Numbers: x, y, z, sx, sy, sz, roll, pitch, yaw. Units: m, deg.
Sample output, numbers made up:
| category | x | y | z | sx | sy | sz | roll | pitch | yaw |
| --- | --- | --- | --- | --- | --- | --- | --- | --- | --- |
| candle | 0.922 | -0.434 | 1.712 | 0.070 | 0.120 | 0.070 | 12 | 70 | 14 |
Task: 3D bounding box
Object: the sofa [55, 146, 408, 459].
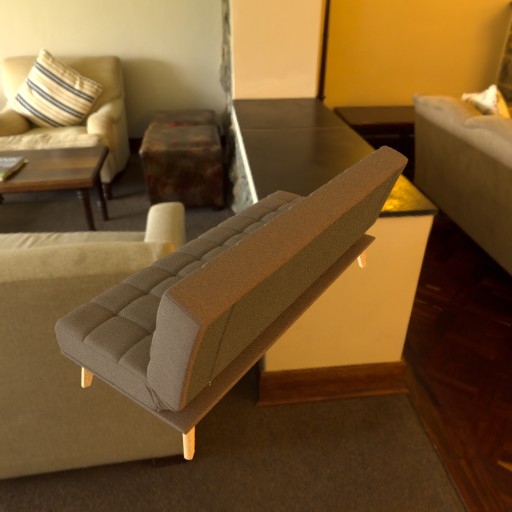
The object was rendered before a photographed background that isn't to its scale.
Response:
| category | x | y | z | sx | sy | sz | roll | pitch | yaw |
| --- | --- | --- | --- | --- | --- | --- | --- | --- | --- |
| sofa | 0.000 | 0.000 | 2.253 | 0.860 | 0.810 | 1.800 | 20 | 36 | 29 |
